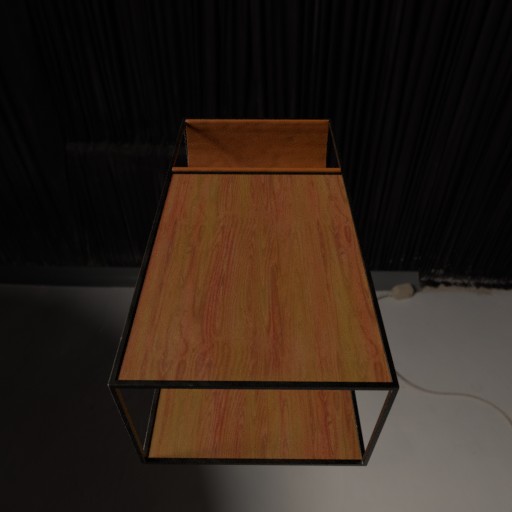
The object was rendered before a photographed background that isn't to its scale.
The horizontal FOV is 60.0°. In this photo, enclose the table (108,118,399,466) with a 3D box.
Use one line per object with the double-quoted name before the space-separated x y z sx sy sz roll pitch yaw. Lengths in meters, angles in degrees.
"table" 0.000 0.000 1.477 0.597 0.403 1.199 0 43 0
